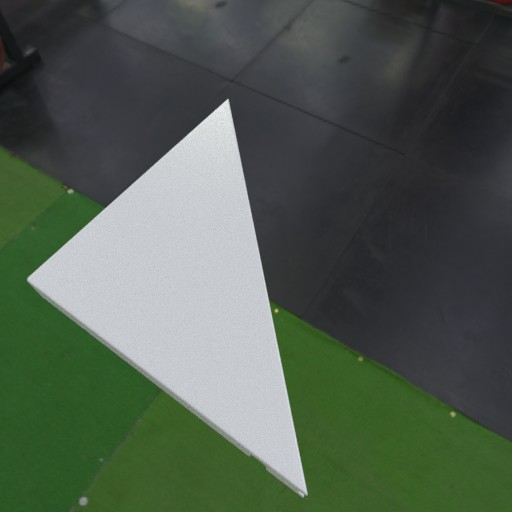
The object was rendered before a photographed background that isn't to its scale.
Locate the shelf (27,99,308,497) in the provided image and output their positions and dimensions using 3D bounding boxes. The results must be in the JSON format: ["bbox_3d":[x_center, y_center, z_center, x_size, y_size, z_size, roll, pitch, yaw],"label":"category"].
[{"bbox_3d":[0.000,0.000,0.429,0.296,0.035,0.296,31,64,17],"label":"shelf"}]
